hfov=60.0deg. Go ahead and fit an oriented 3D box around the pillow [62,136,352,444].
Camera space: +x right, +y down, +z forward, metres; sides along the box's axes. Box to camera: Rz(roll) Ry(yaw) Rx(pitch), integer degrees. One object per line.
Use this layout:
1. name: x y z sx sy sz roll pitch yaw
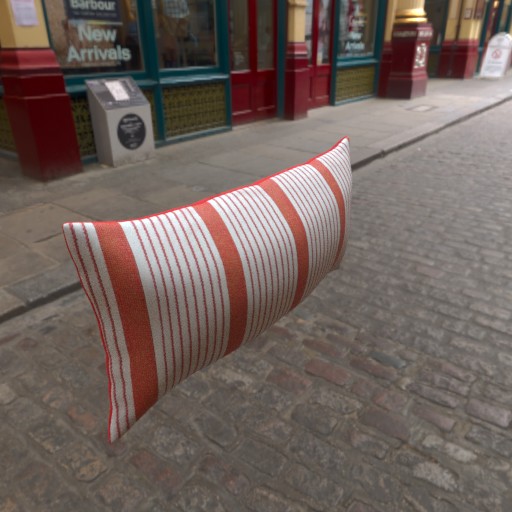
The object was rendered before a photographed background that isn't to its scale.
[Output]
1. pillow: 0.000 0.000 0.709 0.151 0.297 0.608 18 31 33
